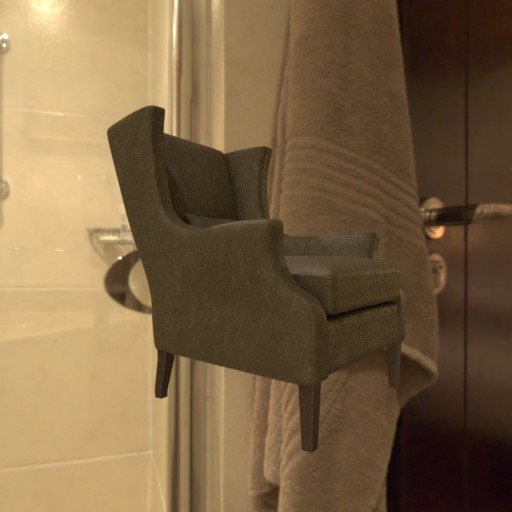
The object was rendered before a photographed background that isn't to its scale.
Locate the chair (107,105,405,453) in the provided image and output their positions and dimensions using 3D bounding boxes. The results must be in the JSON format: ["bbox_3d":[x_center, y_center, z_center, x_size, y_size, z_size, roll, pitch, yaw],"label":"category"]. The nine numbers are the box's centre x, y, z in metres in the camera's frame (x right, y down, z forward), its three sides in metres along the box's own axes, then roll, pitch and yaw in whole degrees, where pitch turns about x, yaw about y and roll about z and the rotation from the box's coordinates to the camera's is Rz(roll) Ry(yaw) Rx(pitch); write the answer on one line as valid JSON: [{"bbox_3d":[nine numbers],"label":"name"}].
[{"bbox_3d":[0.000,0.000,1.680,0.926,1.016,0.853,0,0,35],"label":"chair"}]
